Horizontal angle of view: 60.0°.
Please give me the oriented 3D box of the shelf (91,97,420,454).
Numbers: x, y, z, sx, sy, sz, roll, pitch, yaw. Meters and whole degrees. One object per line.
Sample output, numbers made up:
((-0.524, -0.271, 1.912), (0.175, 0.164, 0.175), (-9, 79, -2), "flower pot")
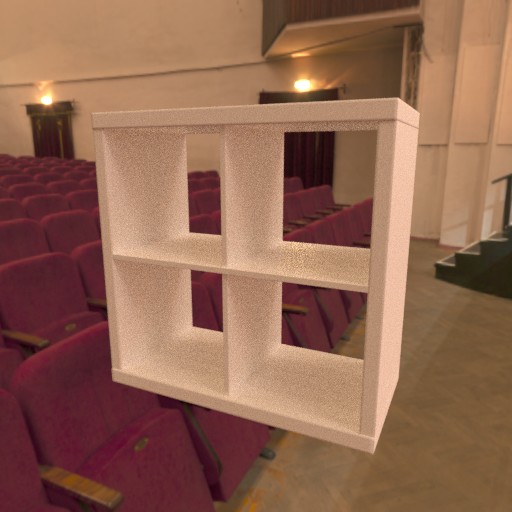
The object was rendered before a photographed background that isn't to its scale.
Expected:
((0.000, 0.000, 1.276), (0.790, 0.786, 0.390), (6, 15, 25), "shelf")
